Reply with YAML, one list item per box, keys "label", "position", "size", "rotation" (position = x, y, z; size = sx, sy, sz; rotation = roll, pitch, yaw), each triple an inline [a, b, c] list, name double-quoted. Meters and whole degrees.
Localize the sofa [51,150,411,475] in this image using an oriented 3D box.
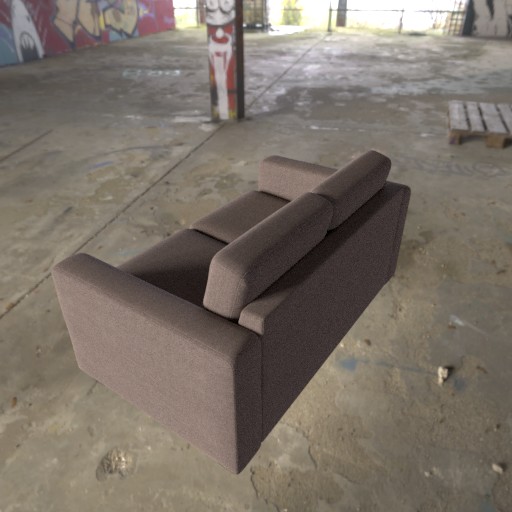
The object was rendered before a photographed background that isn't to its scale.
- label: "sofa"
  position: [0.000, 0.000, 2.039]
  size: [0.900, 0.800, 1.520]
  rotation: [20, 37, 29]
